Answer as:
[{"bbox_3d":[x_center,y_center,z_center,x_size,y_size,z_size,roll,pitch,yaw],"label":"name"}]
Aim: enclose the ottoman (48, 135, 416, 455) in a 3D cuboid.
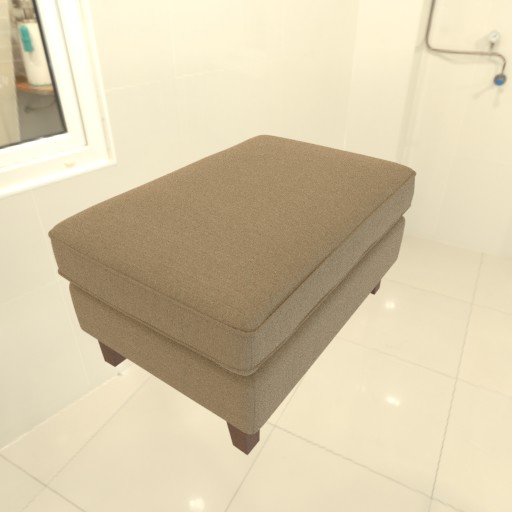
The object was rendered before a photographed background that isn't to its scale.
[{"bbox_3d":[0.000,0.000,1.342,0.636,0.521,0.945,21,38,29],"label":"ottoman"}]
